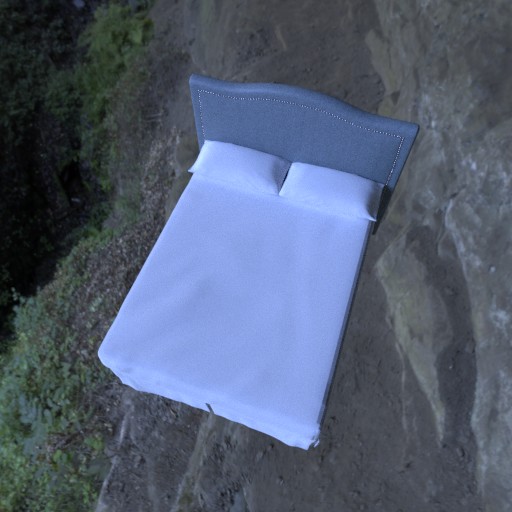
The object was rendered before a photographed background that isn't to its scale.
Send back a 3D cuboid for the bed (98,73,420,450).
[{"bbox_3d":[0.000,0.000,3.315,1.753,1.460,2.143,16,60,10],"label":"bed"}]
